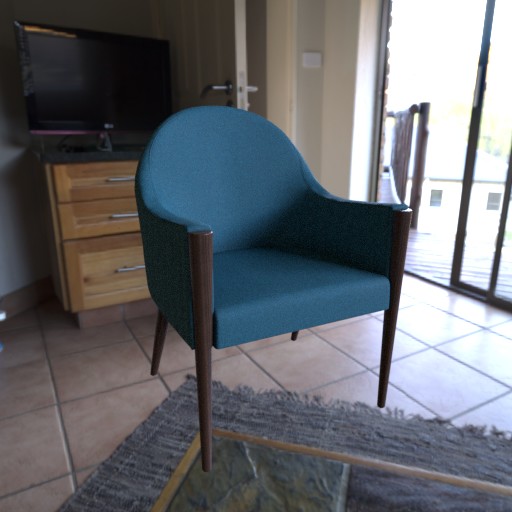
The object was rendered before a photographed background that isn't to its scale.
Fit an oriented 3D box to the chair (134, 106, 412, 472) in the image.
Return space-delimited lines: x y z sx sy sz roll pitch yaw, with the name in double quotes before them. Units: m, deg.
"chair" 0.000 0.000 1.371 0.656 0.907 0.652 -8 18 -26
